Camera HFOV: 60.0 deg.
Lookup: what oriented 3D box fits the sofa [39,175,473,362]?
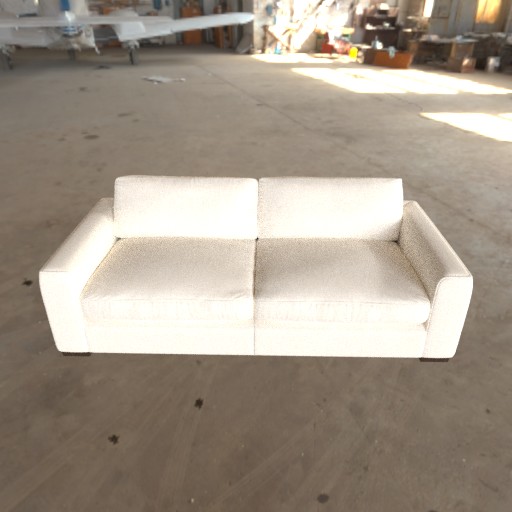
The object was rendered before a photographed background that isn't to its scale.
[{"bbox_3d":[0.000,0.000,2.764,2.262,0.801,1.070,1,29,1],"label":"sofa"}]
